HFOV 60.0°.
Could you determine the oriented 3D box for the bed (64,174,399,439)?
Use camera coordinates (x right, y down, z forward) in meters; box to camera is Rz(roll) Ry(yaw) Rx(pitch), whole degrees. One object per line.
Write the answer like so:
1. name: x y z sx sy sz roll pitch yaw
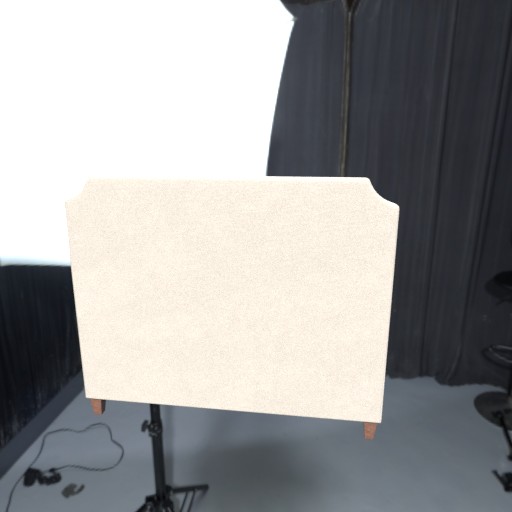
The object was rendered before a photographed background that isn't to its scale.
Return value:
1. bed: 0.000 0.000 3.438 1.703 1.415 2.329 2 15 8
